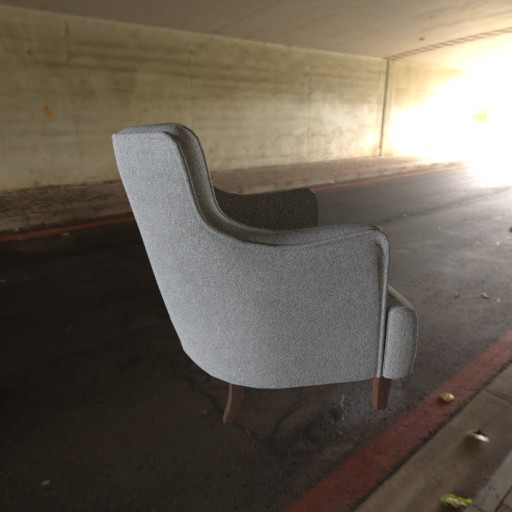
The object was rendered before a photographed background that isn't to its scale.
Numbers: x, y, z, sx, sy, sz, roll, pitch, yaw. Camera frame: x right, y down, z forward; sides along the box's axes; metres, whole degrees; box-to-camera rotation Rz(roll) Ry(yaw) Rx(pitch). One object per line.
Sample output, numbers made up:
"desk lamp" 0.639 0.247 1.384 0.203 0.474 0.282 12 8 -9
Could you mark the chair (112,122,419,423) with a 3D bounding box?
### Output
"chair" 0.000 0.000 1.584 0.910 0.920 0.820 -3 17 -9
